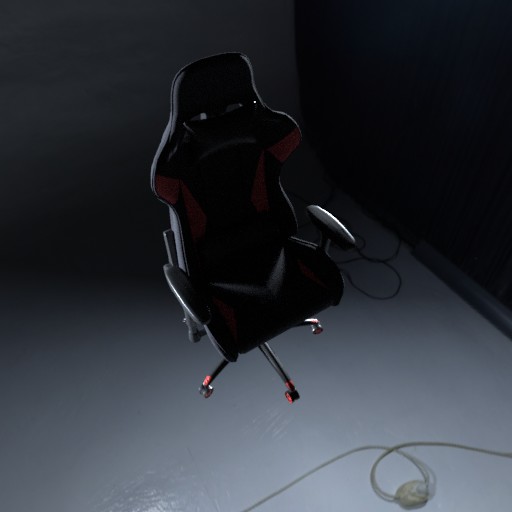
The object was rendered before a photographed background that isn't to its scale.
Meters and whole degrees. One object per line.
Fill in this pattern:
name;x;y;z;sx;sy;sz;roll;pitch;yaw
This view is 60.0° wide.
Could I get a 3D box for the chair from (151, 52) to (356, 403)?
chair;0.000;0.000;1.688;0.695;1.326;0.658;-25;51;-22
